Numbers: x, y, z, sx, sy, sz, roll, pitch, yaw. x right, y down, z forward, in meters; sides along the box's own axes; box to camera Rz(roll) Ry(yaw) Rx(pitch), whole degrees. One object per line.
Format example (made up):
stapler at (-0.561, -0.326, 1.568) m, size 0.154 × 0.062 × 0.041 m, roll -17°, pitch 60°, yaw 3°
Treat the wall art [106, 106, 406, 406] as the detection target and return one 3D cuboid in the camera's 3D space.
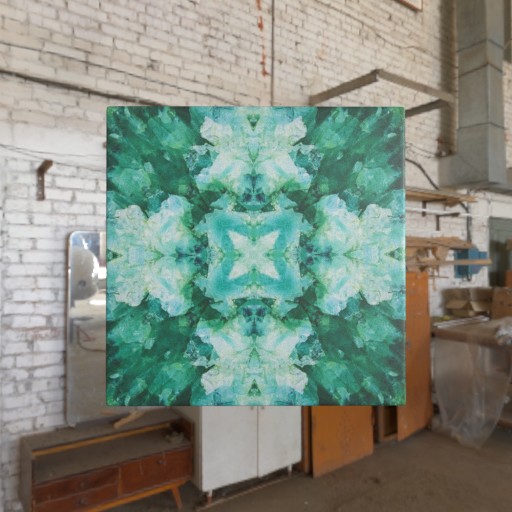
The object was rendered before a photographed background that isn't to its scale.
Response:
wall art at (0.000, 0.000, 0.479) m, size 0.313 × 0.313 × 0.033 m, roll 0°, pitch 0°, yaw 0°
